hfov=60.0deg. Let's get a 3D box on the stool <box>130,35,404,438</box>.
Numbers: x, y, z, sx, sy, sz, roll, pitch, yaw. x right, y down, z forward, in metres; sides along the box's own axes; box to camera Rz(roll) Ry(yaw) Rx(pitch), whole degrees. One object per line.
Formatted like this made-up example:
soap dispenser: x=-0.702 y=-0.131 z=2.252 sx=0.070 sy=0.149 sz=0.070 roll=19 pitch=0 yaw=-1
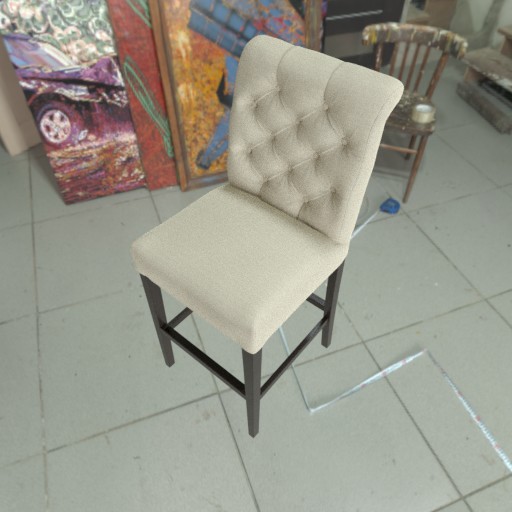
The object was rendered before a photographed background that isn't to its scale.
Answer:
stool: x=0.000 y=0.000 z=1.430 sx=0.482 sy=1.118 sz=0.610 roll=31 pitch=54 yaw=26
